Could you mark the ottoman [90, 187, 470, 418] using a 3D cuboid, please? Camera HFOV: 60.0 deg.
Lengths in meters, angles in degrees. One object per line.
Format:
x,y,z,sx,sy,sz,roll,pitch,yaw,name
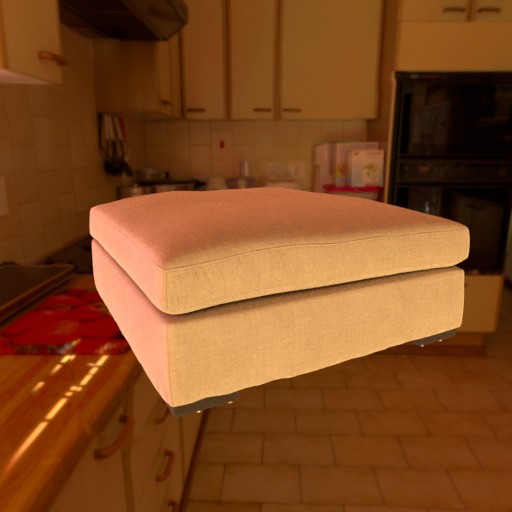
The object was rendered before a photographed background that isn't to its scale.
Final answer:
0.000,0.000,1.844,1.171,0.517,1.203,-8,16,-27,ottoman
